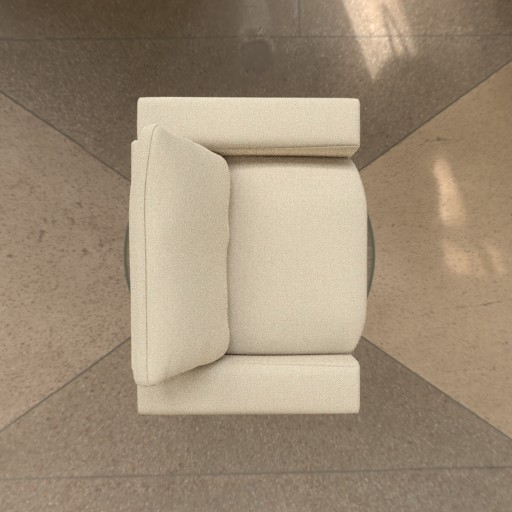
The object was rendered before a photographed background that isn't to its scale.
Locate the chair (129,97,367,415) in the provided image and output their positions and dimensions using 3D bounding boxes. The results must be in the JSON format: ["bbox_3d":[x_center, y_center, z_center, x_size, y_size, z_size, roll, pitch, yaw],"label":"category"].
[{"bbox_3d":[0.000,0.000,2.045,1.039,0.915,1.398,0,90,-1],"label":"chair"}]
